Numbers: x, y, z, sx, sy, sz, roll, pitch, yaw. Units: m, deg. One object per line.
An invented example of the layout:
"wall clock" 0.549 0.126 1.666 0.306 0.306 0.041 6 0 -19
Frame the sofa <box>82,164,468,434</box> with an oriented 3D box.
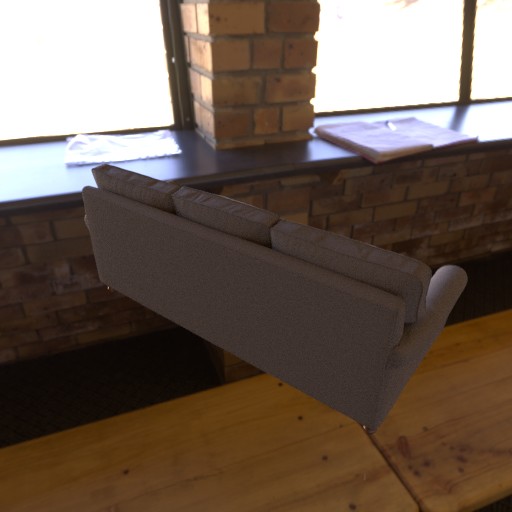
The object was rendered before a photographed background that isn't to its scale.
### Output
"sofa" 0.000 0.000 2.798 2.353 0.948 0.966 21 36 32
